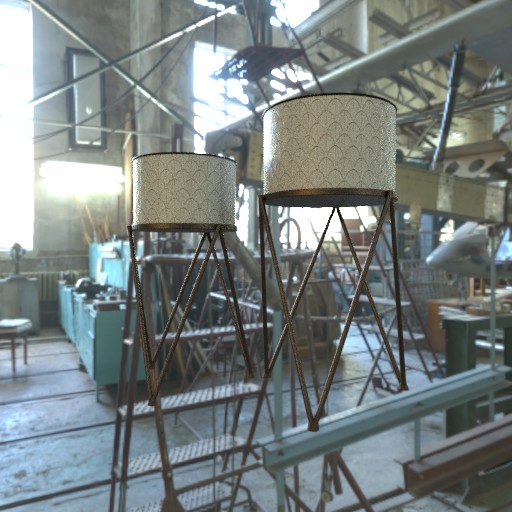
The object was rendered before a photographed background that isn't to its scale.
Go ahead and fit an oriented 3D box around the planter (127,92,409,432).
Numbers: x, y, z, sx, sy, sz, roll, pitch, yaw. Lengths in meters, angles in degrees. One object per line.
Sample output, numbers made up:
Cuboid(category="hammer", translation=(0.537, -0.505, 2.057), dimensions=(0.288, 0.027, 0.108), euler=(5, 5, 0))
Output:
Cuboid(category="planter", translation=(0.000, 0.000, 1.154), dimensions=(0.769, 0.712, 0.413), euler=(0, 1, 17))
